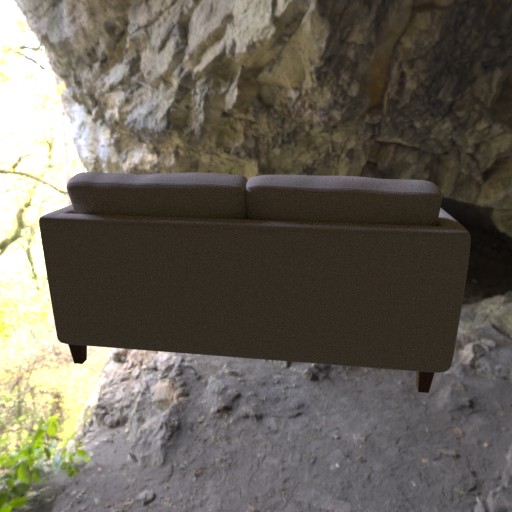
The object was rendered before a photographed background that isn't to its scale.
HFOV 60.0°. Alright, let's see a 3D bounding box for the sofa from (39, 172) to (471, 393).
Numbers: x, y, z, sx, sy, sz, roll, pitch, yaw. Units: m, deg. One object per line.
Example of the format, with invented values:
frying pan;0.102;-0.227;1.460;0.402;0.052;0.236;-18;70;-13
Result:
sofa;0.000;0.000;2.386;1.884;0.947;0.951;3;18;8
